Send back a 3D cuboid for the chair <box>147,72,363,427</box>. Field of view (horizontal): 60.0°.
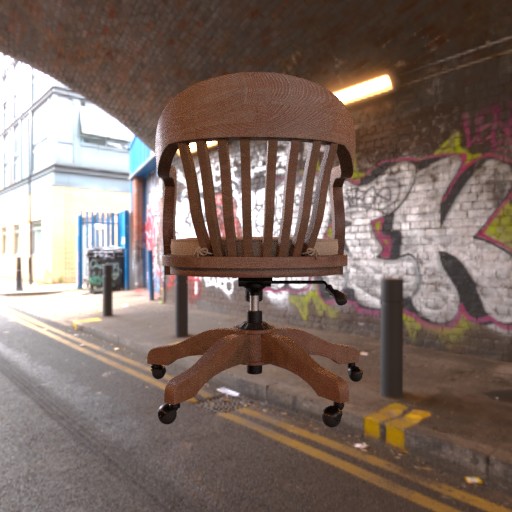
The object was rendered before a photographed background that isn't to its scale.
[{"bbox_3d":[0.000,0.000,1.442,0.750,0.878,0.788,0,0,-2],"label":"chair"}]
